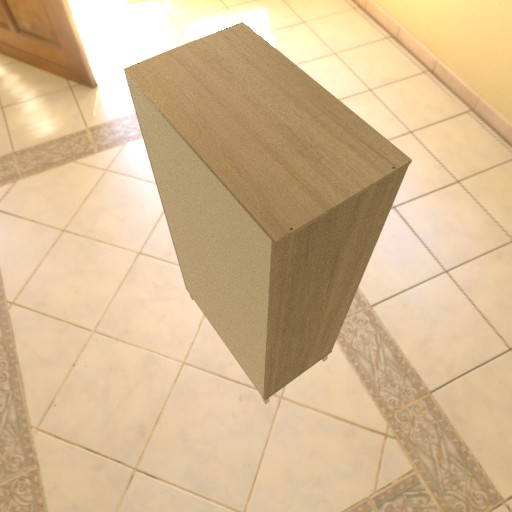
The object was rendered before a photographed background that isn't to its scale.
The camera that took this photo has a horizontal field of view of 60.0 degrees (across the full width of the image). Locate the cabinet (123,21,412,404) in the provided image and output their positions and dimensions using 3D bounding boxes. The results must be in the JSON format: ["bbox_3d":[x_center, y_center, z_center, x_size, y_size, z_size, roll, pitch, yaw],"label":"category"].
[{"bbox_3d":[0.000,0.000,2.462,0.571,1.999,1.006,-31,63,-18],"label":"cabinet"}]
